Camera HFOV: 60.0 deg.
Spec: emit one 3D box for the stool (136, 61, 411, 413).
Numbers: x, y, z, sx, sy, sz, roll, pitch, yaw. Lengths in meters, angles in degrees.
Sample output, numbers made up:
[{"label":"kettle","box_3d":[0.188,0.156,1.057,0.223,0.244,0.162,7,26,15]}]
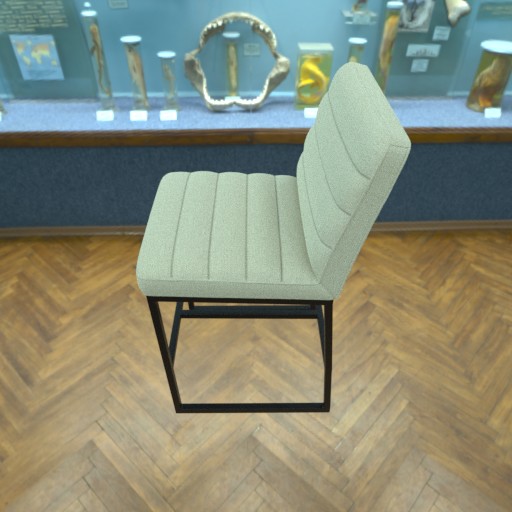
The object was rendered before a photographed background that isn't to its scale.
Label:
[{"label":"stool","box_3d":[0.000,0.000,1.258,0.560,0.940,0.460,0,41,0]}]
